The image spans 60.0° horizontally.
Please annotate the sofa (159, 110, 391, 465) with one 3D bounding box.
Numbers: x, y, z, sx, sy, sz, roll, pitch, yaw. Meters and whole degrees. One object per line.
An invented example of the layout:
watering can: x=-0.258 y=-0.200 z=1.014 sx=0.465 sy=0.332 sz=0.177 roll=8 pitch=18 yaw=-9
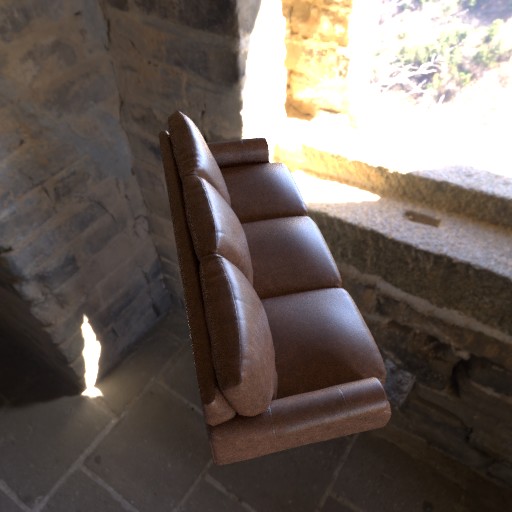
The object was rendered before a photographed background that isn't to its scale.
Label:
sofa: x=0.000 y=0.000 z=2.824 sx=0.973 sy=0.977 sz=2.351 roll=-10 pitch=47 yaw=-9
